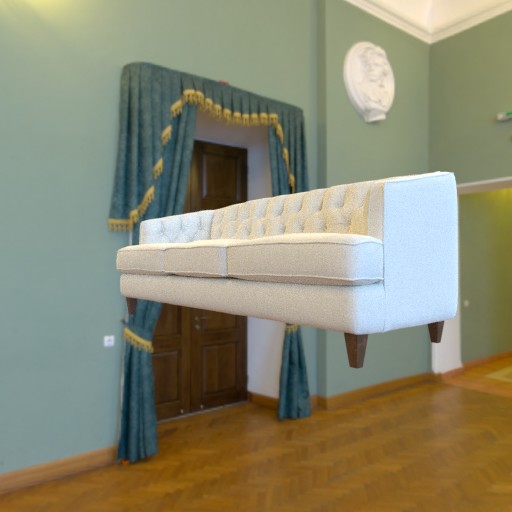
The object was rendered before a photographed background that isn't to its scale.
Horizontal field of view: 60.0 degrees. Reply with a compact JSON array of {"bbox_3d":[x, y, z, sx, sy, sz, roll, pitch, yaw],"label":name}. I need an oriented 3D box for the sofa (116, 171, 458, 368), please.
[{"bbox_3d":[0.000,0.000,2.711,0.941,0.855,2.278,0,-1,-38],"label":"sofa"}]
